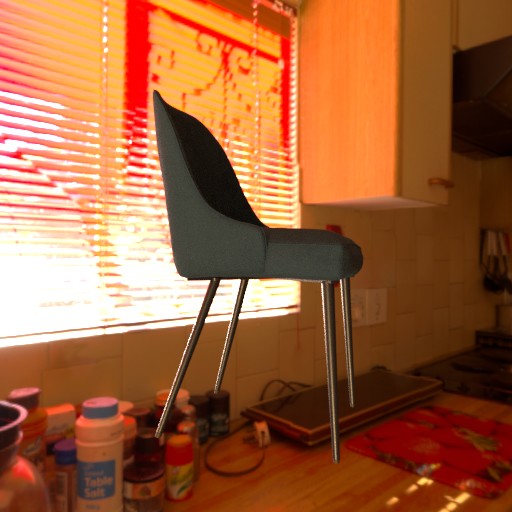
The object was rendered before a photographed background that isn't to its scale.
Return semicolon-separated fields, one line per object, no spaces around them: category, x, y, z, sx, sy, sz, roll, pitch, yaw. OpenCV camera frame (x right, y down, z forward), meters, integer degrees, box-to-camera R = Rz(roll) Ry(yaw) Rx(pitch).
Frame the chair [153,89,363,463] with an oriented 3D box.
chair;0.000;0.000;1.212;0.559;0.896;0.478;0;0;17
